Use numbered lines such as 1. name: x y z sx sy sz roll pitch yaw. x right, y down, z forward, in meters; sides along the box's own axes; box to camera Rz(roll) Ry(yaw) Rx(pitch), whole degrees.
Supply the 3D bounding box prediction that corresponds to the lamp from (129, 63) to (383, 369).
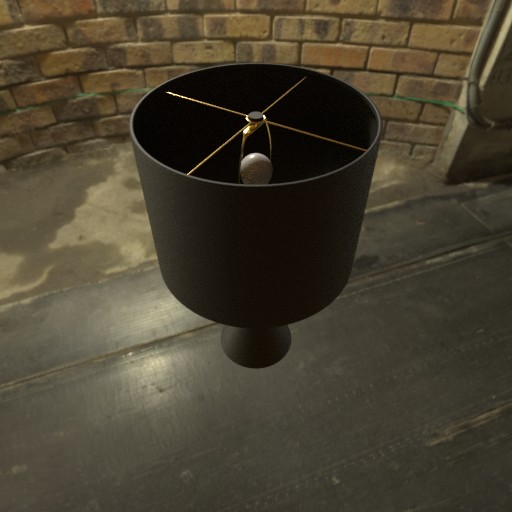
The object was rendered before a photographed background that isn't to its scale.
1. lamp: 0.000 0.000 0.844 0.359 0.584 0.359 23 49 21
